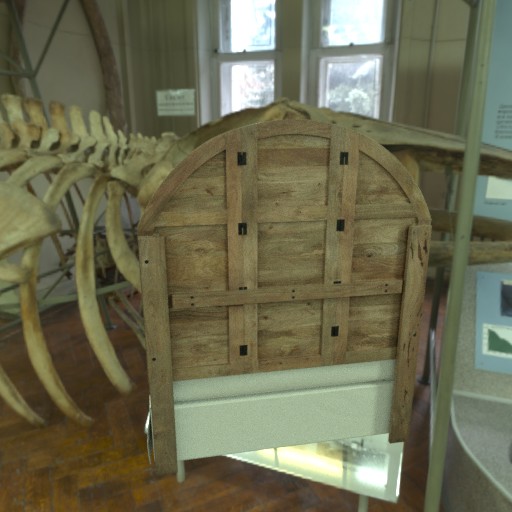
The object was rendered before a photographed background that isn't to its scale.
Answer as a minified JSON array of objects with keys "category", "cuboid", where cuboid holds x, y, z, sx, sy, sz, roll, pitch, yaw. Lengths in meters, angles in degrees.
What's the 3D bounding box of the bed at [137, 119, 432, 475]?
[{"category":"bed","cuboid":[0.000,0.000,3.460,1.713,2.002,2.112,-3,16,-10]}]
